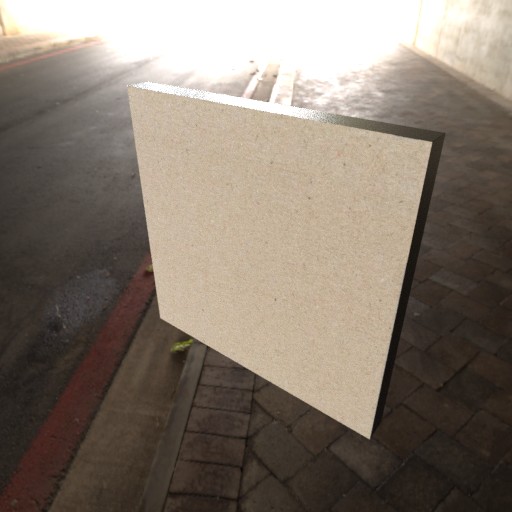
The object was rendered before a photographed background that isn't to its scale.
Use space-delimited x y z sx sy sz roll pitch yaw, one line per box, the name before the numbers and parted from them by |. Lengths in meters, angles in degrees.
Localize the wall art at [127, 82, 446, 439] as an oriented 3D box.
wall art | 0.000 0.000 0.481 0.327 0.318 0.029 22 38 32
